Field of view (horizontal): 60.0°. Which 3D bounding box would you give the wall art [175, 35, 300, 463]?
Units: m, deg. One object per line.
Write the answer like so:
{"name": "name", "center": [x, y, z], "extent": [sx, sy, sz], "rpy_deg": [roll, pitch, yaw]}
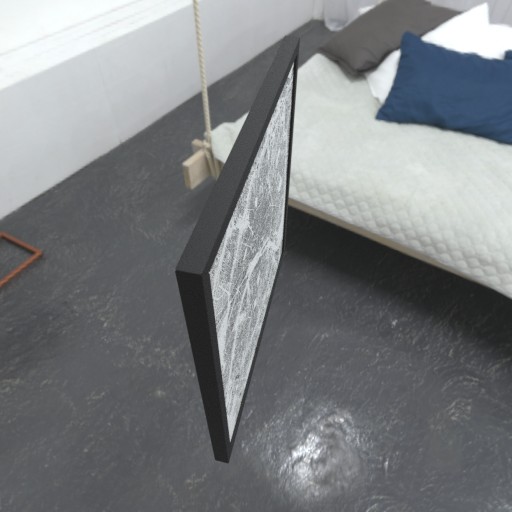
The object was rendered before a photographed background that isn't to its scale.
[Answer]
{"name": "wall art", "center": [0.000, 0.000, 1.106], "extent": [0.037, 0.763, 0.763], "rpy_deg": [10, 49, 9]}
